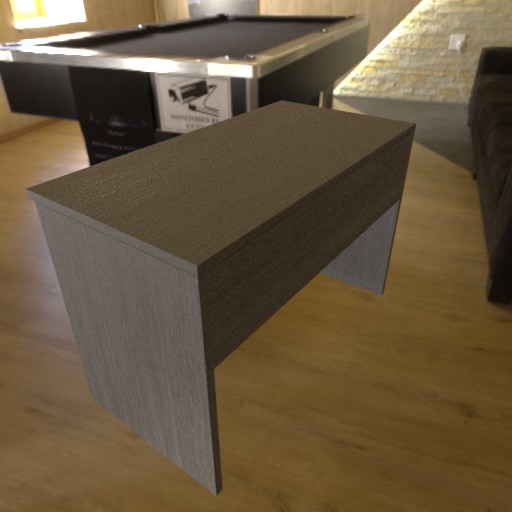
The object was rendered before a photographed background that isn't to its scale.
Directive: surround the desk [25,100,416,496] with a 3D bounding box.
[{"bbox_3d":[0.000,0.000,1.485,0.557,0.729,1.099,22,38,30],"label":"desk"}]
